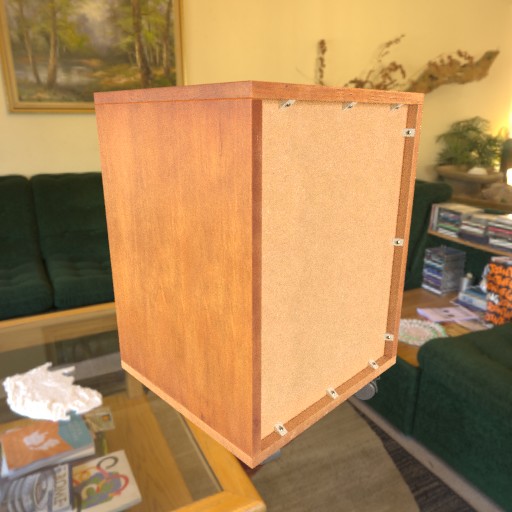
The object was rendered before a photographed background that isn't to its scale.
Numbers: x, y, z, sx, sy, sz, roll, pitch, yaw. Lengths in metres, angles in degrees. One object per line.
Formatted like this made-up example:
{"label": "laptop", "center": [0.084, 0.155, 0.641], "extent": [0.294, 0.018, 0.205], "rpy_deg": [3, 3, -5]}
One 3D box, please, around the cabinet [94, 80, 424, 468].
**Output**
{"label": "cabinet", "center": [0.000, 0.000, 0.839], "extent": [0.409, 0.579, 0.401], "rpy_deg": [-16, 24, -42]}
